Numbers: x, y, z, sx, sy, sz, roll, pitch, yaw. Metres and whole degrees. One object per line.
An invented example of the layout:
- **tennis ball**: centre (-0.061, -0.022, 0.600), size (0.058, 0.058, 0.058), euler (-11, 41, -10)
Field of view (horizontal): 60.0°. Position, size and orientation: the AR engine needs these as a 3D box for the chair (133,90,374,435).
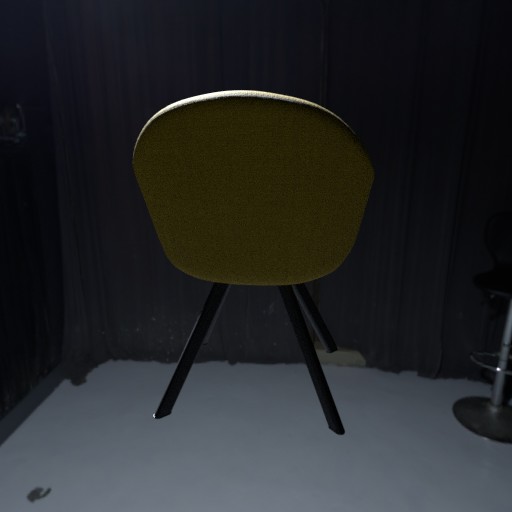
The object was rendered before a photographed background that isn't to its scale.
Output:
- **chair**: centre (0.000, 0.000, 1.183), size (0.590, 0.795, 0.550), euler (2, 16, 7)
